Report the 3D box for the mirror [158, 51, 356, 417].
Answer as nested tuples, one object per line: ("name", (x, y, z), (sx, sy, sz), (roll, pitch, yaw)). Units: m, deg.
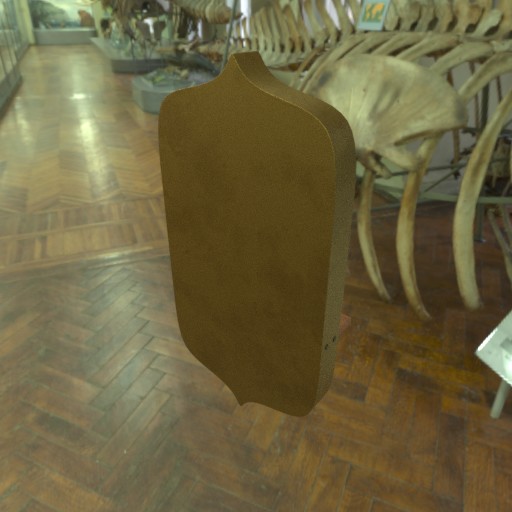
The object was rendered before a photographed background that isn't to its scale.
("mirror", (0.000, 0.000, 0.728), (0.323, 0.613, 0.096), (21, 35, 33))
